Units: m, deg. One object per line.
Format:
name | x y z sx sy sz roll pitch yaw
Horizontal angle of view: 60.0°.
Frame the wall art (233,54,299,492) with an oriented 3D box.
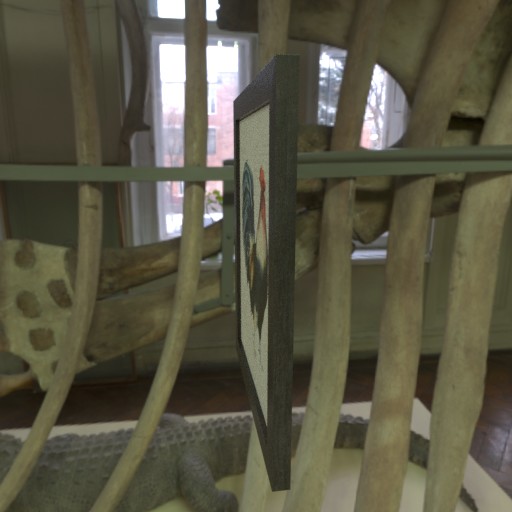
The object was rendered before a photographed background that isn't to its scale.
wall art | 0.000 0.000 0.799 0.027 0.580 0.479 -2 13 -8
